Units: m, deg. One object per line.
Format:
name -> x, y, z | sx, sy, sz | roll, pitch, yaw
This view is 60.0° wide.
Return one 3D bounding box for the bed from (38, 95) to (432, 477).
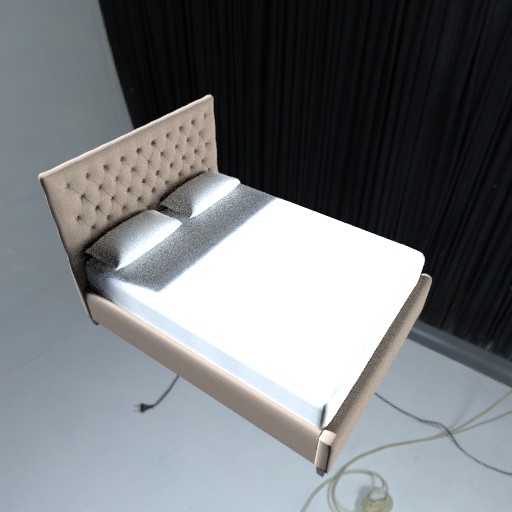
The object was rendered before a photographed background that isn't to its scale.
bed -> 0.000, 0.000, 3.275 | 2.233, 1.426, 1.696 | 25, 46, 26
